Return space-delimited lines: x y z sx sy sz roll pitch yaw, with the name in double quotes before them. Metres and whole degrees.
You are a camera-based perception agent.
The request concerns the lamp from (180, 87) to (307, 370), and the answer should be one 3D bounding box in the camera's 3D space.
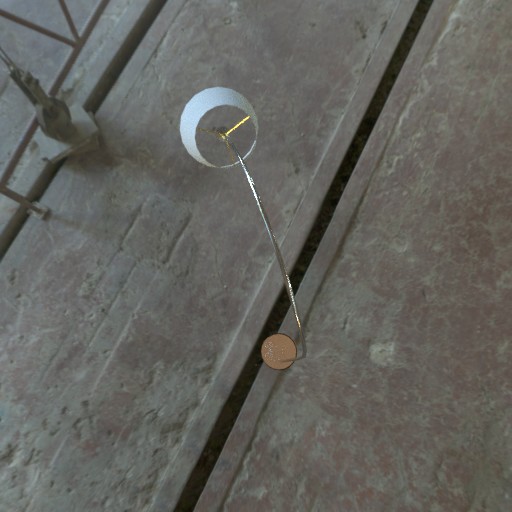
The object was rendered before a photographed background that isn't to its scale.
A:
"lamp" 0.000 0.000 2.717 0.406 2.098 1.445 -19 77 -5
